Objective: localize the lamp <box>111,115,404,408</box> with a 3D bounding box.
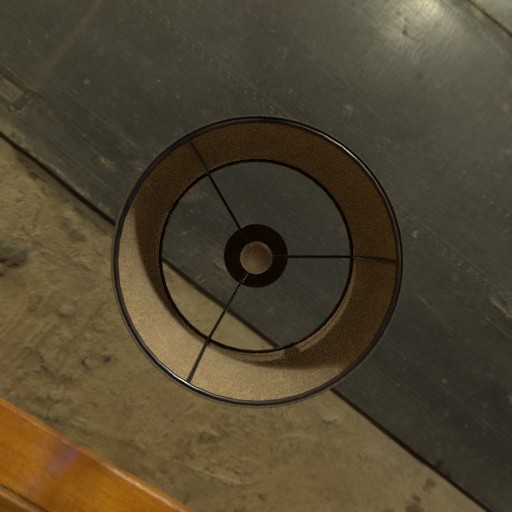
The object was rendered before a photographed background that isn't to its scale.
[{"bbox_3d":[0.000,0.000,0.479,0.202,0.350,0.202,0,92,0],"label":"lamp"}]
